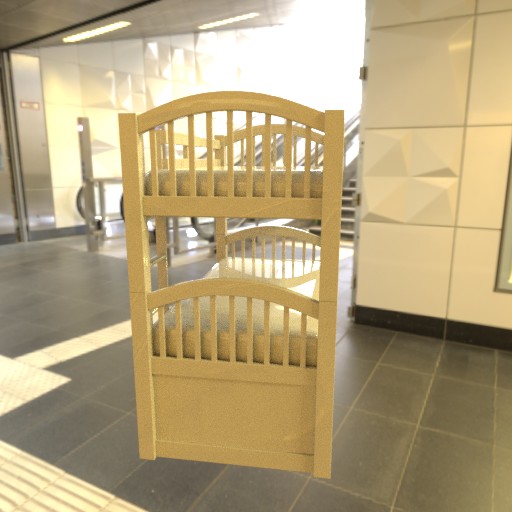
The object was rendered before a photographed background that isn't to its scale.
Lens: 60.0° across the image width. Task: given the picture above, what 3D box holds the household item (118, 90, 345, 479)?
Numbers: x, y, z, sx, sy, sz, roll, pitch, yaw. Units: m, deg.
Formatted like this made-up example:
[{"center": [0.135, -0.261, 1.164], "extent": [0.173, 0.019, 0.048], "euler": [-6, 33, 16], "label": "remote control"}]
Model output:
[{"center": [0.000, 0.000, 3.284], "extent": [1.143, 2.032, 2.032], "euler": [2, 12, 9], "label": "household item"}]
